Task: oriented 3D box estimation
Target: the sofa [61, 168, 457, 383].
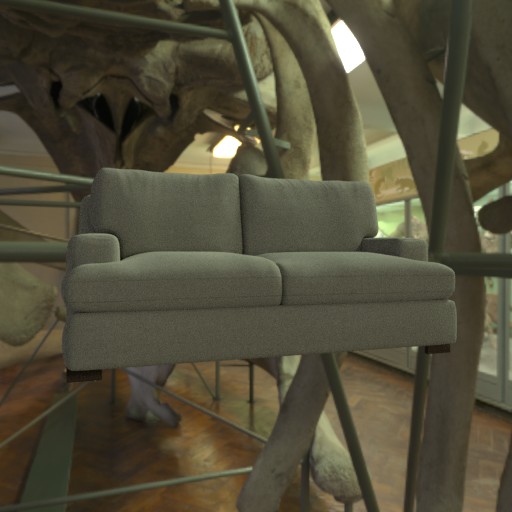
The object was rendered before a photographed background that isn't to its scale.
[{"bbox_3d":[0.000,0.000,2.372,1.855,0.980,0.962,0,0,-17],"label":"sofa"}]
